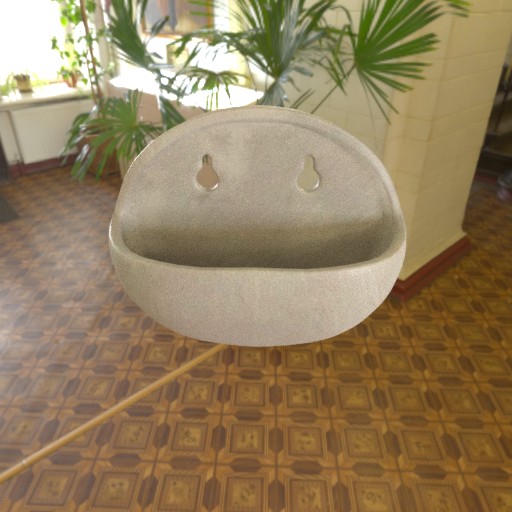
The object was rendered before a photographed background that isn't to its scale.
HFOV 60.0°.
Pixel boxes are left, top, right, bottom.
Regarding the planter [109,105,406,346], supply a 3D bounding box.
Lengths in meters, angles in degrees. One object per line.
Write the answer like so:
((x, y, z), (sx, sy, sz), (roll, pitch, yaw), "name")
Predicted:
((0.000, 0.000, 0.271), (0.190, 0.164, 0.073), (1, 31, 1), "planter")
